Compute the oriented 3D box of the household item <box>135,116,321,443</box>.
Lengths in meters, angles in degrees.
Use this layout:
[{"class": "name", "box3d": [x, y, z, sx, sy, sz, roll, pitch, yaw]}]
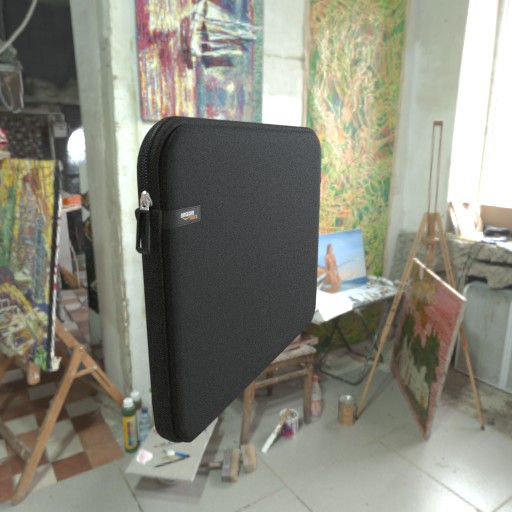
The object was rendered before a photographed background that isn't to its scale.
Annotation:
[{"class": "household item", "box3d": [0.000, 0.000, 0.529, 0.030, 0.305, 0.396, 7, 16, 26]}]
